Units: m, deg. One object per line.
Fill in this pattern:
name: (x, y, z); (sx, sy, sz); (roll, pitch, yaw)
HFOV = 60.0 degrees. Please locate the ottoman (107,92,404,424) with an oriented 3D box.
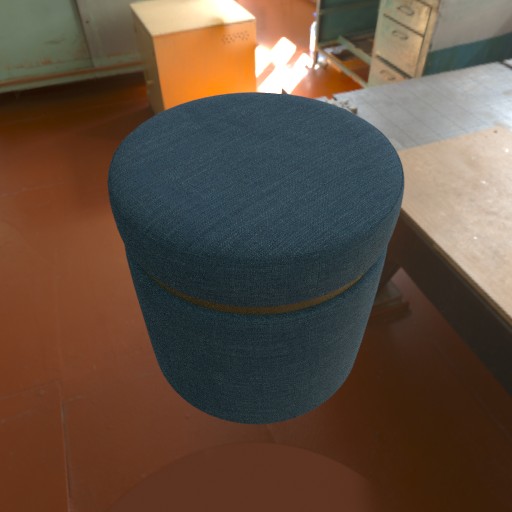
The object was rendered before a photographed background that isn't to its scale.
ottoman: (0.000, 0.000, 0.729); (0.398, 0.406, 0.398); (0, 46, 0)
